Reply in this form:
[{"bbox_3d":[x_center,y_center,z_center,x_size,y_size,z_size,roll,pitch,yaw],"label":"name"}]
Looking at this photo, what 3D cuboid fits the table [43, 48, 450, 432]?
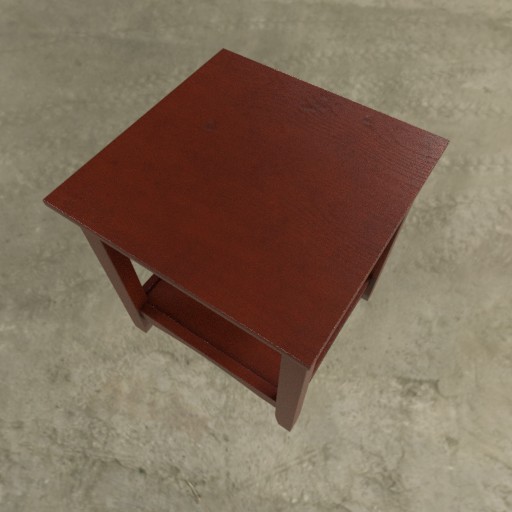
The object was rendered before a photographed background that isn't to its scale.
[{"bbox_3d":[0.000,0.000,0.990,0.523,0.558,0.522,32,63,18],"label":"table"}]
